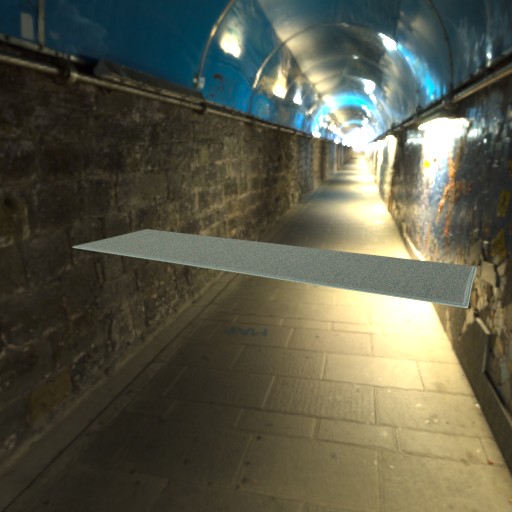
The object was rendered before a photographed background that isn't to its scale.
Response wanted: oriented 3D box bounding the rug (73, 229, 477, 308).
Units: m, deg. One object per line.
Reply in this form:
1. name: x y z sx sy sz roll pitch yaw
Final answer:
1. rug: 0.000 0.000 2.481 2.196 0.011 0.662 7 16 28
